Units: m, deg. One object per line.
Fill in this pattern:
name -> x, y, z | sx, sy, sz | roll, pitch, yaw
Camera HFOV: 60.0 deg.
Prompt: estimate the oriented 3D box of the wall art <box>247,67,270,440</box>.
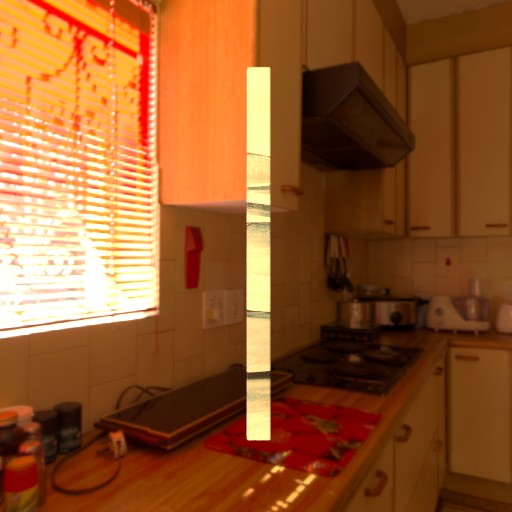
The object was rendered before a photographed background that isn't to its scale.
wall art -> 0.000, 0.000, 1.178 | 0.039, 0.609, 0.914 | 0, -1, -1
